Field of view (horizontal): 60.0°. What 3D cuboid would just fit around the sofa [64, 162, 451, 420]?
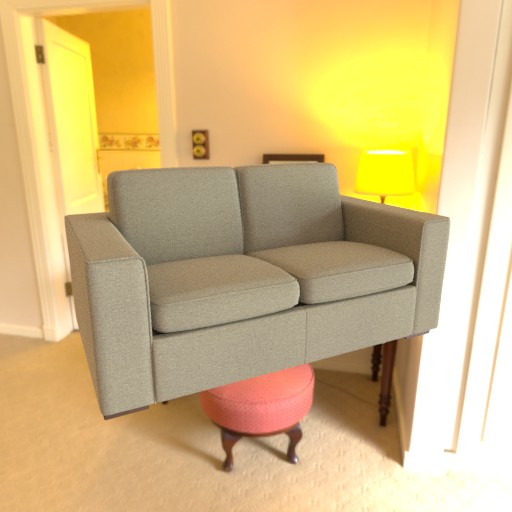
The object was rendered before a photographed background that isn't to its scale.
[{"bbox_3d":[0.000,0.000,2.397,1.812,0.924,1.007,-8,18,-25],"label":"sofa"}]
